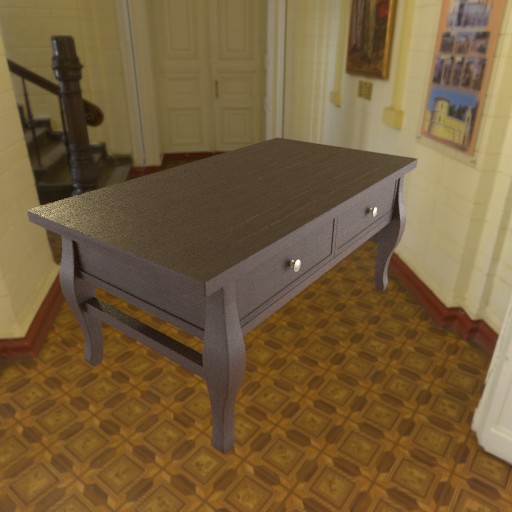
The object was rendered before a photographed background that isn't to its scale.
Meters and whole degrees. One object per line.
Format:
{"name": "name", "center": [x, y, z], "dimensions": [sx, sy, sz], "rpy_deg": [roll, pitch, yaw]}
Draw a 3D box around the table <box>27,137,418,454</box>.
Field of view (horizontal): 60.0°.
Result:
{"name": "table", "center": [0.000, 0.000, 1.399], "dimensions": [0.600, 0.494, 1.062], "rpy_deg": [19, 32, 33]}
